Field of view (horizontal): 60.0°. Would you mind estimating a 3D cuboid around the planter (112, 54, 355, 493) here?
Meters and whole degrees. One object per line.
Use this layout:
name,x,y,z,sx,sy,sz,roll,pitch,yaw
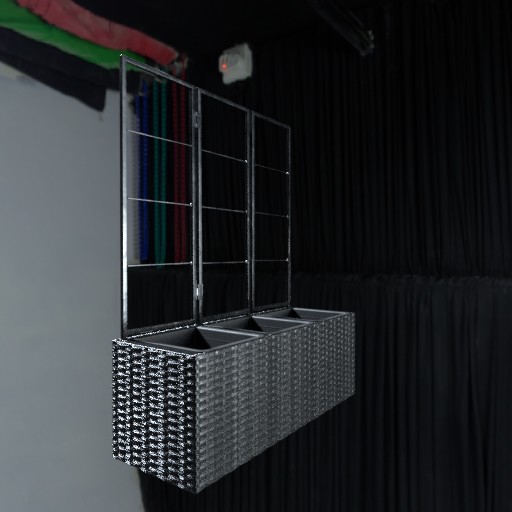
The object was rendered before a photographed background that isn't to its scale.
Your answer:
planter,0.000,0.000,1.134,0.244,0.841,0.698,0,1,36
